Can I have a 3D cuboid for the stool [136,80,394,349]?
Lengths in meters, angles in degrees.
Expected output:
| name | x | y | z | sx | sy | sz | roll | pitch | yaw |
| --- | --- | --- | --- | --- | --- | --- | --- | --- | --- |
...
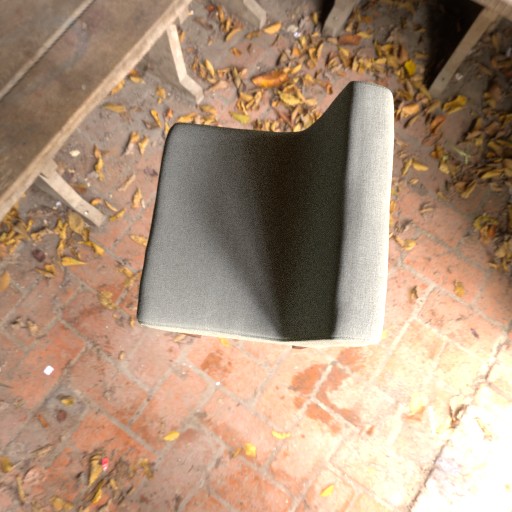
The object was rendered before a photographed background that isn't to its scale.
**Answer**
| name | x | y | z | sx | sy | sz | roll | pitch | yaw |
| --- | --- | --- | --- | --- | --- | --- | --- | --- | --- |
| stool | 0.000 | 0.000 | 1.299 | 0.500 | 1.037 | 0.511 | 6 | 76 | 2 |
